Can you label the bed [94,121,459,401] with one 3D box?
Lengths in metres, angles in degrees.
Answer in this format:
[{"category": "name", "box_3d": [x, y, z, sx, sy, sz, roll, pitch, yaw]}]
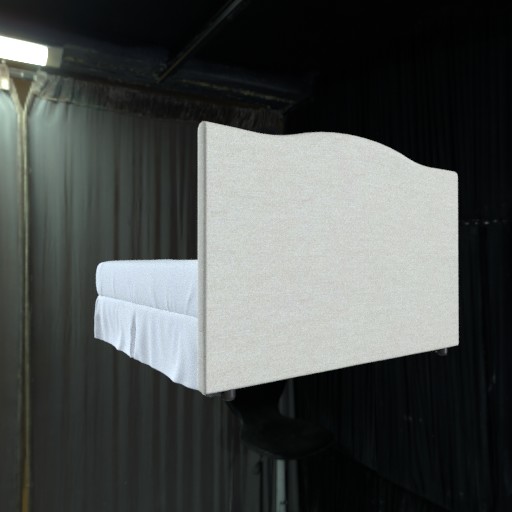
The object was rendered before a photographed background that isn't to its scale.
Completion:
[{"category": "bed", "box_3d": [0.000, 0.000, 3.514, 2.083, 1.421, 2.182, 0, -1, -35]}]
